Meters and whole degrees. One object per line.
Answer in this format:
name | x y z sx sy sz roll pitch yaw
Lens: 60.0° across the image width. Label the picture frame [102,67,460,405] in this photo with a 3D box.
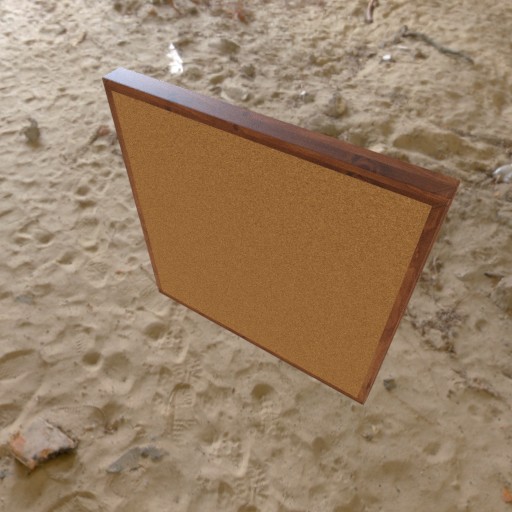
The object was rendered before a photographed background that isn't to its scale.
picture frame | 0.000 0.000 0.524 0.352 0.356 0.028 25 53 21
